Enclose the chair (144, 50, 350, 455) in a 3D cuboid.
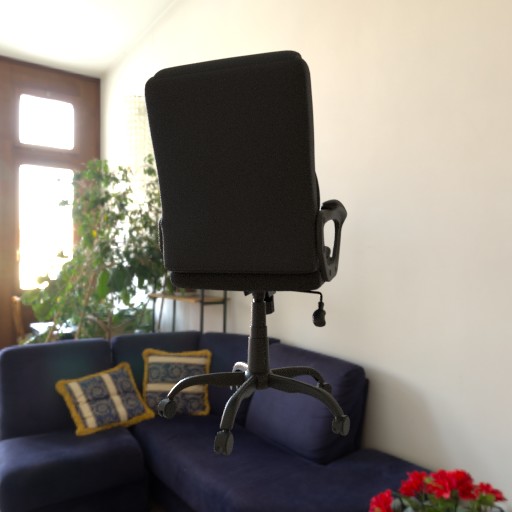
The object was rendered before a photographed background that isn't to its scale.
[{"bbox_3d":[0.000,0.000,1.468,0.615,1.072,0.655,0,0,18],"label":"chair"}]
